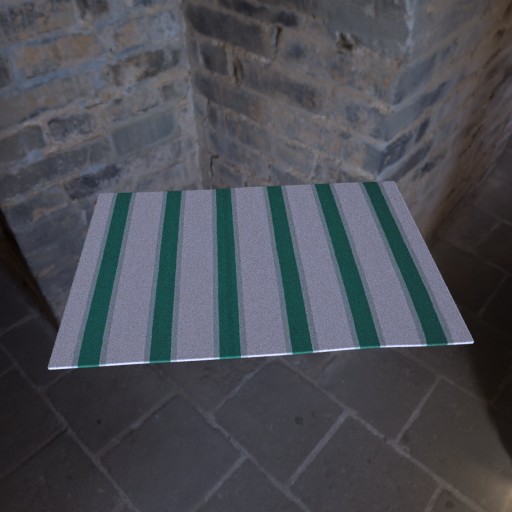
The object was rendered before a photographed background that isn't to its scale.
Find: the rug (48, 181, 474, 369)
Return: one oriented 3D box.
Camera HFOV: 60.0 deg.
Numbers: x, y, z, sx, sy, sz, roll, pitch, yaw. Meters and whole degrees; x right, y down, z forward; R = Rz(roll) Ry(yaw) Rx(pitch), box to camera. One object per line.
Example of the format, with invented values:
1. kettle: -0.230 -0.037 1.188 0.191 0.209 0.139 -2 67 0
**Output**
1. rug: 0.000 0.000 2.323 1.829 0.012 1.210 -3 45 -3
